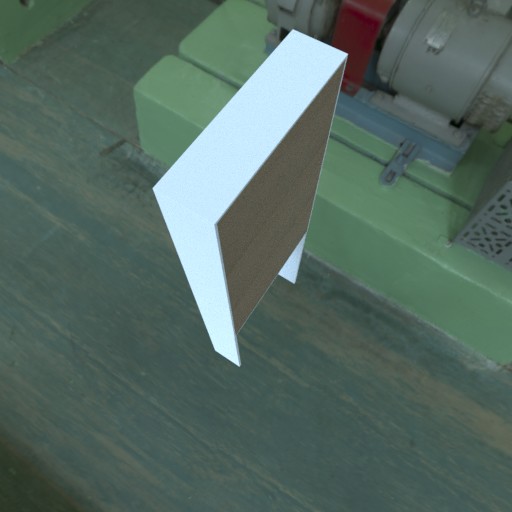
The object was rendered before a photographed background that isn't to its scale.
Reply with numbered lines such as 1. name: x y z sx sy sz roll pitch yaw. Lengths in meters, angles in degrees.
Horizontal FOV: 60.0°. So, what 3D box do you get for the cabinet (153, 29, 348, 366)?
1. cabinet: 0.000 0.000 1.949 0.192 1.770 0.643 31 69 13
